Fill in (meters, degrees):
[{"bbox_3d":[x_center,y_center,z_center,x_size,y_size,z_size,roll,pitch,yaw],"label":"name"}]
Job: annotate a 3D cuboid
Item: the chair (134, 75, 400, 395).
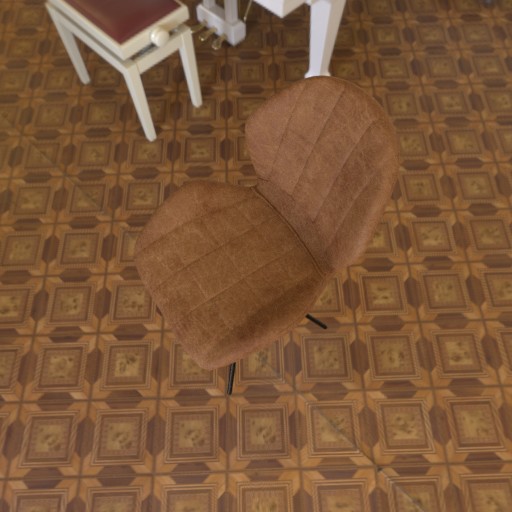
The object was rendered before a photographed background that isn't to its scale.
[{"bbox_3d":[0.000,0.000,1.320,0.640,0.929,0.527,-31,68,-14],"label":"chair"}]
